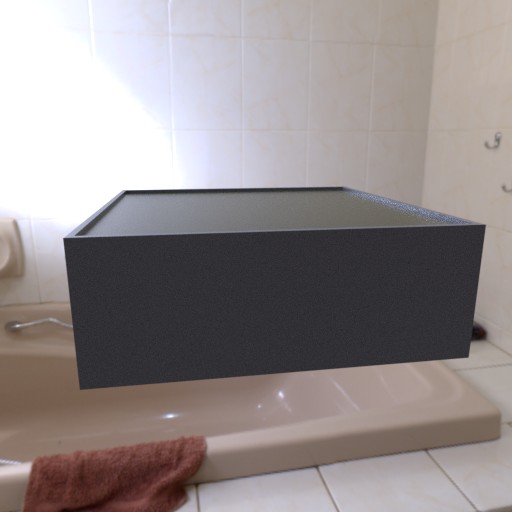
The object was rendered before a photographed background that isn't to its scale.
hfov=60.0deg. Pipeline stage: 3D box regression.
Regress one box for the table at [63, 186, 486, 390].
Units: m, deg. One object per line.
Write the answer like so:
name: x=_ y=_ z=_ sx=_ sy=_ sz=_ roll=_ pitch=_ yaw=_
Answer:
table: x=0.000 y=0.000 z=1.243 sx=0.801 sy=0.299 sz=0.801 roll=-2 pitch=15 yaw=-9
